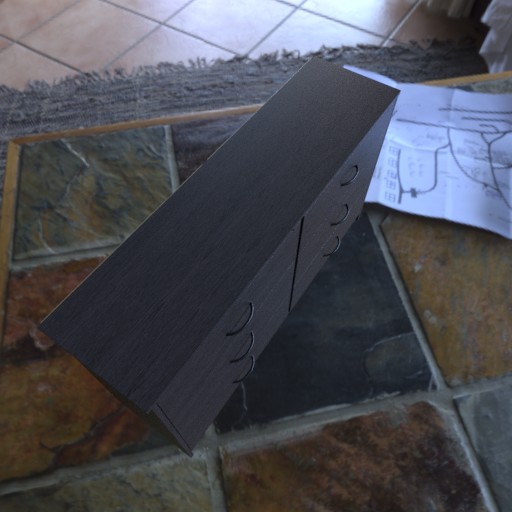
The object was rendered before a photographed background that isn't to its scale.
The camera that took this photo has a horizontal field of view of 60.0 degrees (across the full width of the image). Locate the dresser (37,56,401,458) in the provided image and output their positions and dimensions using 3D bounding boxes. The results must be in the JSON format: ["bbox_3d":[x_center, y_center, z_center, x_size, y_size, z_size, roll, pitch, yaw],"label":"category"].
[{"bbox_3d":[0.000,0.000,1.664,0.401,0.755,1.360,30,62,18],"label":"dresser"}]
